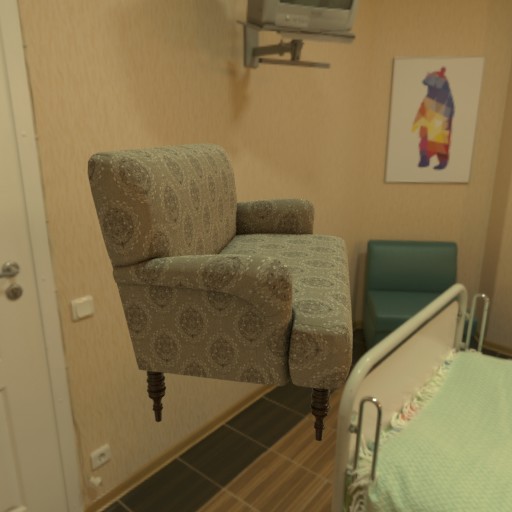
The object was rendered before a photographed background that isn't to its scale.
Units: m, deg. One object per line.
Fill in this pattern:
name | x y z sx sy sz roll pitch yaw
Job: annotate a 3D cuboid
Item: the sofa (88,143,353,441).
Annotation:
sofa | 0.000 0.000 1.854 0.779 0.889 1.297 3 16 10
